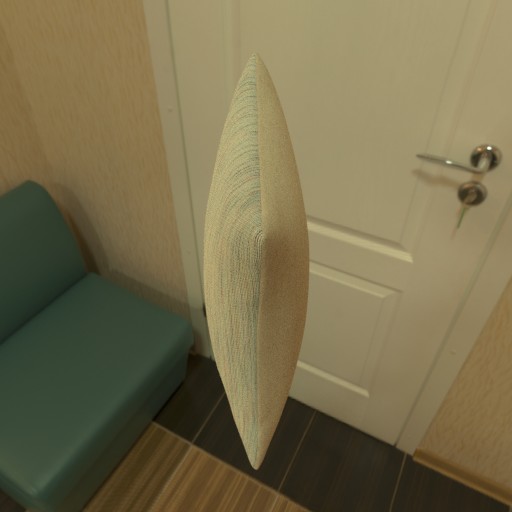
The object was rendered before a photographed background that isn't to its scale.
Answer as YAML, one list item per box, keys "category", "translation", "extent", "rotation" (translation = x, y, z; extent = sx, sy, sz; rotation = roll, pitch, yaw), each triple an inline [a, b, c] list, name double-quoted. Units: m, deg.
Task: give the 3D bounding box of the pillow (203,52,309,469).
- category: "pillow"
  translation: [0.000, 0.000, 0.758]
  extent: [0.178, 0.506, 0.512]
  rotation: [-1, 42, -1]
